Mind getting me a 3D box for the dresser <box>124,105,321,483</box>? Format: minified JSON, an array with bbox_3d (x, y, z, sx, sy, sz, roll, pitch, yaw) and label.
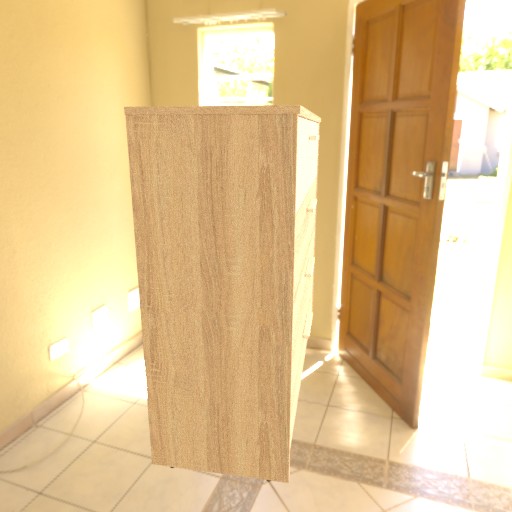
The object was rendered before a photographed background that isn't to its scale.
[{"bbox_3d":[0.000,0.000,1.476,0.380,0.900,0.980,3,16,10],"label":"dresser"}]
